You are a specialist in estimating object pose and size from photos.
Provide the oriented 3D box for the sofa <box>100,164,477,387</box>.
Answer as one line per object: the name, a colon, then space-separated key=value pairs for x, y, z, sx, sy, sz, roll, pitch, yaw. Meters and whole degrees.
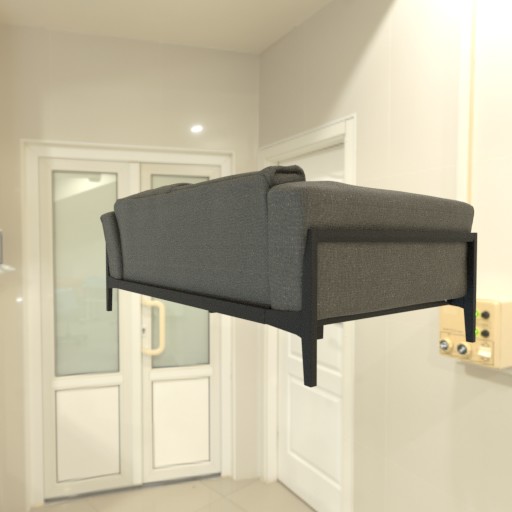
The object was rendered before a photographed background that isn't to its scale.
sofa: x=0.000 y=0.000 z=2.130 sx=0.960 sy=0.656 sz=1.690 roll=-2 pitch=2 yaw=-37
